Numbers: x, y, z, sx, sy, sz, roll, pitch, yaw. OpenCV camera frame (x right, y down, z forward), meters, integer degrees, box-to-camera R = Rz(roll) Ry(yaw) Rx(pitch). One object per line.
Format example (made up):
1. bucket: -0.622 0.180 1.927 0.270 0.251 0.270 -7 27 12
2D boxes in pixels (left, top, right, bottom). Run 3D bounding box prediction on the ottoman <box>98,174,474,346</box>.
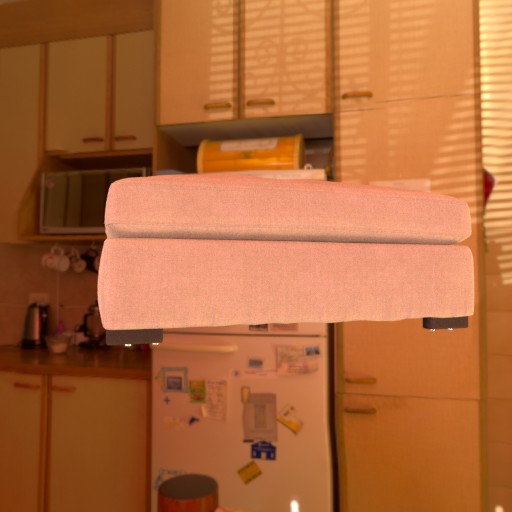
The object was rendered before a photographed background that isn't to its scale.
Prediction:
1. ottoman: 0.000 0.000 1.830 1.203 0.517 1.171 1 -2 -18
